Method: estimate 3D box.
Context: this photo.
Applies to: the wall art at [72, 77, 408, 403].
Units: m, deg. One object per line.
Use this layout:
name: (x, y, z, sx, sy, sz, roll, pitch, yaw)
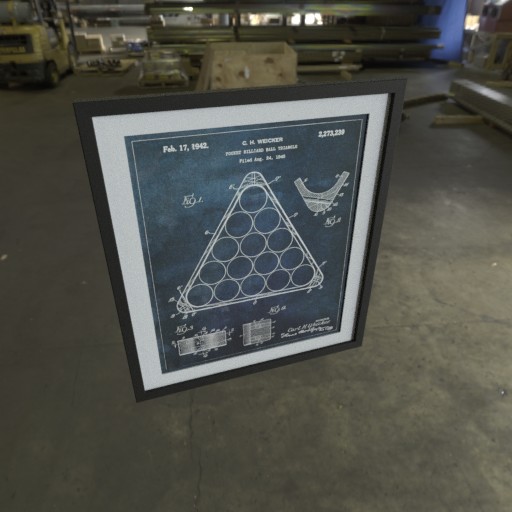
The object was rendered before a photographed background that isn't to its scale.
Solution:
wall art: (0.000, 0.000, 1.196, 0.755, 0.863, 0.028, -10, 33, -16)
